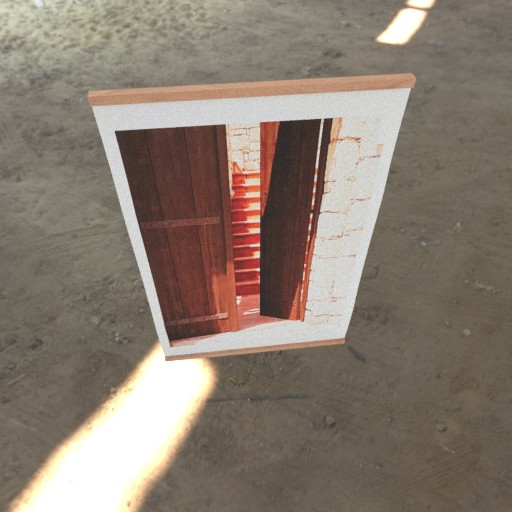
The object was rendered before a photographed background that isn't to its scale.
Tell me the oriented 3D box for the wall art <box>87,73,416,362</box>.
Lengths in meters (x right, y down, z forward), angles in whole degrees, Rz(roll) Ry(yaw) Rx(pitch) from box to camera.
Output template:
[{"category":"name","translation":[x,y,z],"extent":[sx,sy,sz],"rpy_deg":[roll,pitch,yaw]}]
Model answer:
[{"category":"wall art","translation":[0.000,0.000,0.634],"extent":[0.332,0.508,0.012],"rpy_deg":[-5,47,-5]}]
